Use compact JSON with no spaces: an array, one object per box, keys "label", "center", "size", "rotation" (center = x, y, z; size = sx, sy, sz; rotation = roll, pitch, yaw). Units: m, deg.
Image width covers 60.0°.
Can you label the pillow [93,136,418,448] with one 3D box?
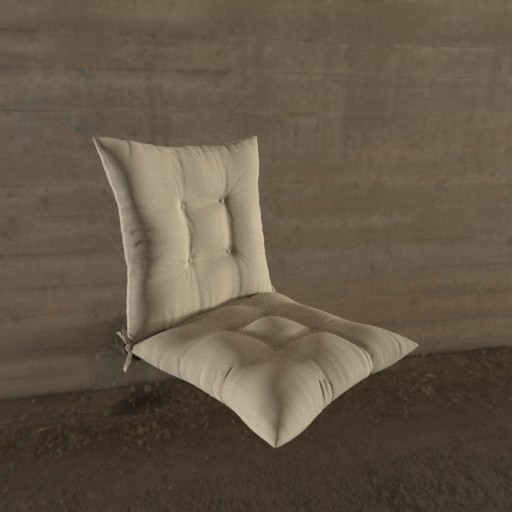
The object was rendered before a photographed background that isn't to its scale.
[{"label":"pillow","center":[0.000,0.000,1.018],"size":[0.585,0.536,0.541],"rotation":[14,20,43]}]
